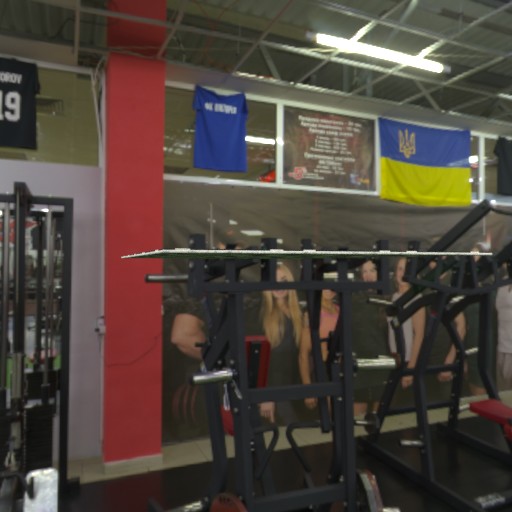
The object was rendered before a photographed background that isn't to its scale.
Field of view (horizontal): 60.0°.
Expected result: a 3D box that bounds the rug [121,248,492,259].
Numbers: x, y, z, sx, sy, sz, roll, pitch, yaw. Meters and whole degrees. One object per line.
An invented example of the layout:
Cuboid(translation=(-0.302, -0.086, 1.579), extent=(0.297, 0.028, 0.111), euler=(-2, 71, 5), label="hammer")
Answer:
Cuboid(translation=(0.000, 0.000, 2.908), extent=(1.555, 0.016, 2.286), euler=(0, -1, -20), label="rug")
